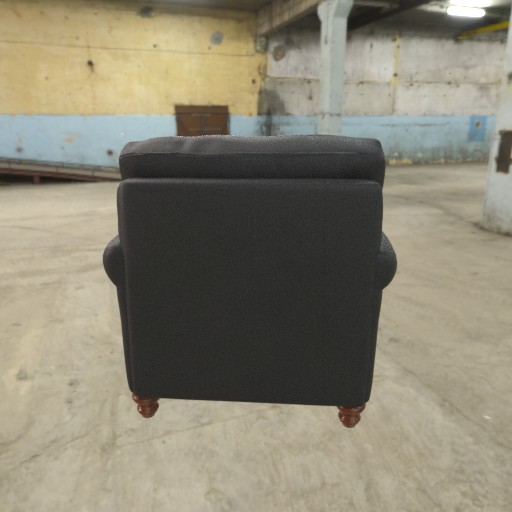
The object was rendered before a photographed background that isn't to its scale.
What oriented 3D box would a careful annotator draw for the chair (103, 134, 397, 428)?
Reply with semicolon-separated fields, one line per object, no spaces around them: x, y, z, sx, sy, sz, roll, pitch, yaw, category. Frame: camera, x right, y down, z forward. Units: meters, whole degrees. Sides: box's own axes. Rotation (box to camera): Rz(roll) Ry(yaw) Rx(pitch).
0.000;0.000;1.812;1.015;0.960;1.027;3;16;9;chair
